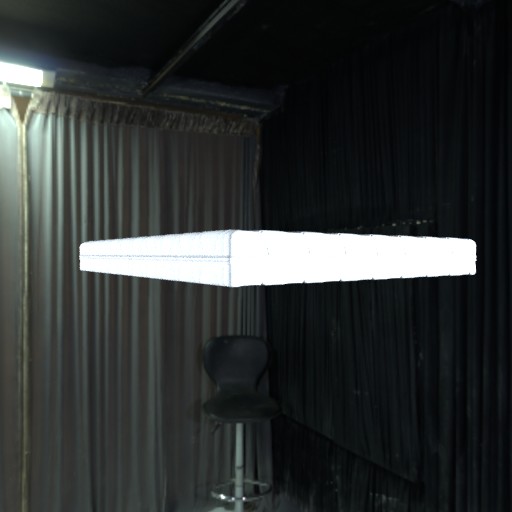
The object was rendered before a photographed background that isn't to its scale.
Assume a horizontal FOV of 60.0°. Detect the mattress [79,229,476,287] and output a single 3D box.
[{"bbox_3d":[0.000,0.000,2.712,1.600,0.200,1.900,0,0,-36],"label":"mattress"}]
